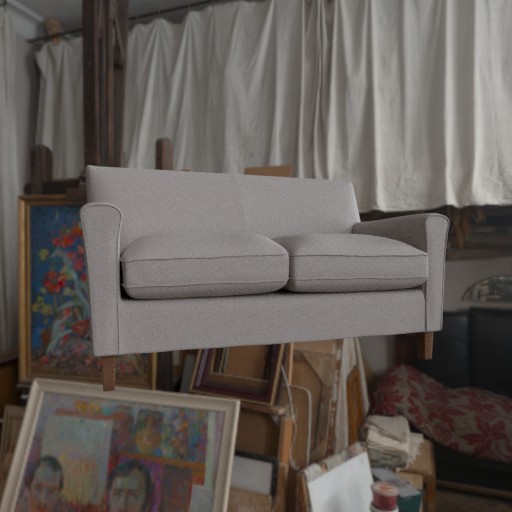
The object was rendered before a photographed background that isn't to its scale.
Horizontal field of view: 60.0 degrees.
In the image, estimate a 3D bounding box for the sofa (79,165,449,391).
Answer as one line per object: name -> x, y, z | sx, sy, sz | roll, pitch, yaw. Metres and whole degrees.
sofa -> 0.000, 0.000, 2.033 | 1.482, 0.890, 0.888 | 0, 1, -19
